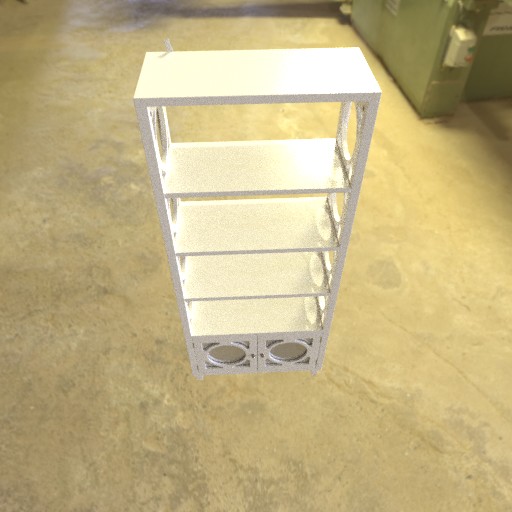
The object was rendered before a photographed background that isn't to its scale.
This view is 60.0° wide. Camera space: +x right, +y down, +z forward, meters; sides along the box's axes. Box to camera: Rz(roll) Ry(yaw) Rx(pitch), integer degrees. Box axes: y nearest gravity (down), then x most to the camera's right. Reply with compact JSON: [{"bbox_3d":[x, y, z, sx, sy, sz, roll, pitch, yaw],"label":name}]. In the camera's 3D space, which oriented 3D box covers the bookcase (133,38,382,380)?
[{"bbox_3d":[0.000,0.000,2.114,0.761,1.869,0.361,-2,47,-2],"label":"bookcase"}]
